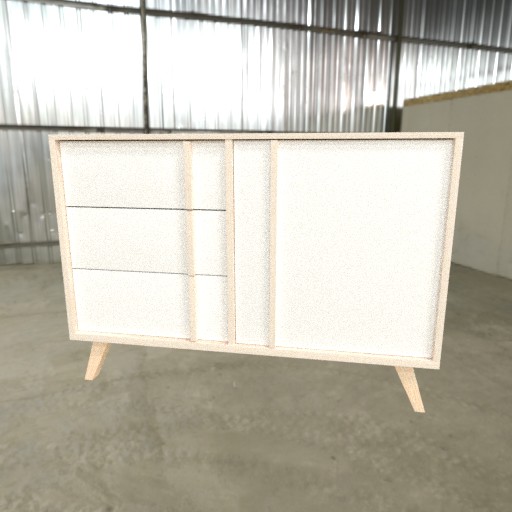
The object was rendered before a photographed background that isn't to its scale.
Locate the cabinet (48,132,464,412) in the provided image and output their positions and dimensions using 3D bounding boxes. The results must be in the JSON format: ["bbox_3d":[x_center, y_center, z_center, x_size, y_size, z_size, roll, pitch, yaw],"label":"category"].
[{"bbox_3d":[0.000,0.000,1.494,1.110,0.780,0.500,2,14,10],"label":"cabinet"}]
